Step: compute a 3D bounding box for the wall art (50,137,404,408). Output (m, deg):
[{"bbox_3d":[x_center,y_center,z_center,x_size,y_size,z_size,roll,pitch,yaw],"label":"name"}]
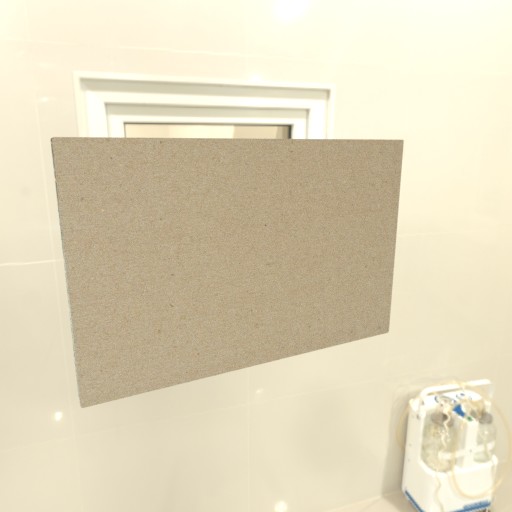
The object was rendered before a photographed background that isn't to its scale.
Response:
[{"bbox_3d":[0.000,0.000,0.779,0.618,0.398,0.042,-7,16,-26],"label":"wall art"}]
